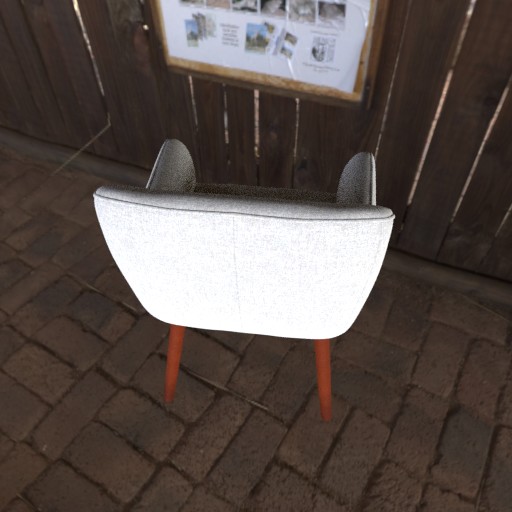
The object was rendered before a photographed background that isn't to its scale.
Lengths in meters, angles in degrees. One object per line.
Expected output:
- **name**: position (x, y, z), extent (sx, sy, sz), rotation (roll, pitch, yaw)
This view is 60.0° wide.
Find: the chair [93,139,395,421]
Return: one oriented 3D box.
- **chair**: position (0.000, 0.000, 1.213), extent (0.610, 0.813, 0.610), rotation (5, 46, 5)
